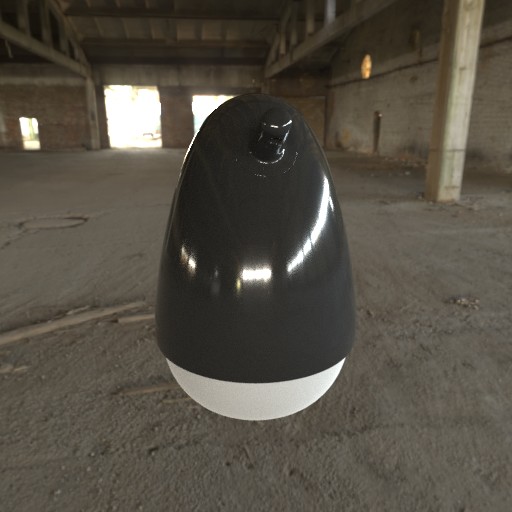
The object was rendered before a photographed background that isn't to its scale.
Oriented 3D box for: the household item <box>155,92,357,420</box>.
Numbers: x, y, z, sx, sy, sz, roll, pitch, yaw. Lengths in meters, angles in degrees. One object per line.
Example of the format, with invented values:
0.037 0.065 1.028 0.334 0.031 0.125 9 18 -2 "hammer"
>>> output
0.000 0.000 0.219 0.102 0.152 0.104 -2 17 -8 "household item"
